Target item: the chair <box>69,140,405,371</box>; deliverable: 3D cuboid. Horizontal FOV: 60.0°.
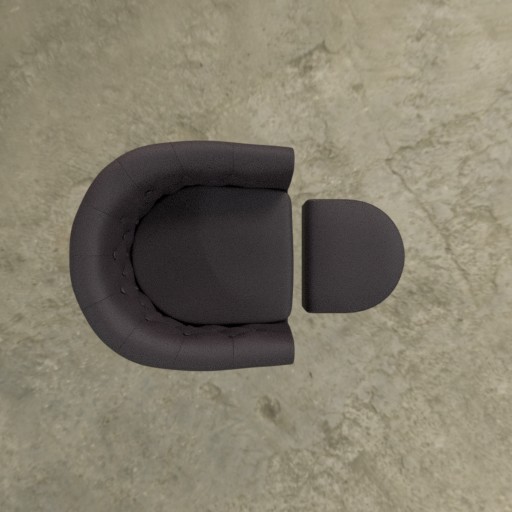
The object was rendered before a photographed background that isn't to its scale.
[{"bbox_3d":[0.000,0.000,1.727,1.191,0.760,0.763,0,90,0],"label":"chair"}]
